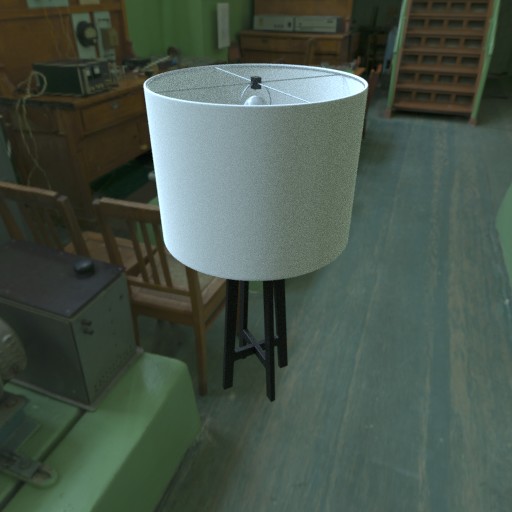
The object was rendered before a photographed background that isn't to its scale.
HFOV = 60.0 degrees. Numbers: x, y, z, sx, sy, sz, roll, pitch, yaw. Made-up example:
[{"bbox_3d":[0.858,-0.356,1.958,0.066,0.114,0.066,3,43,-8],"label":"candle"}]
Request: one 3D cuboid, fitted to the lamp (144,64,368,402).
[{"bbox_3d":[0.000,0.000,0.645,0.257,0.489,0.257,10,33,15],"label":"lamp"}]
